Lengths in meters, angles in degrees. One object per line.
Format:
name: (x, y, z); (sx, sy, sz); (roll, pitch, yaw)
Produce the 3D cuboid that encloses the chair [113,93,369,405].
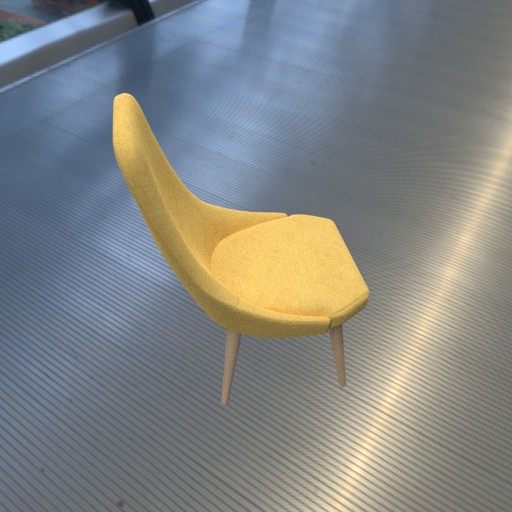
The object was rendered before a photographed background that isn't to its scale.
chair: (0.000, 0.000, 1.408); (0.660, 1.040, 0.510); (-9, 46, -9)
